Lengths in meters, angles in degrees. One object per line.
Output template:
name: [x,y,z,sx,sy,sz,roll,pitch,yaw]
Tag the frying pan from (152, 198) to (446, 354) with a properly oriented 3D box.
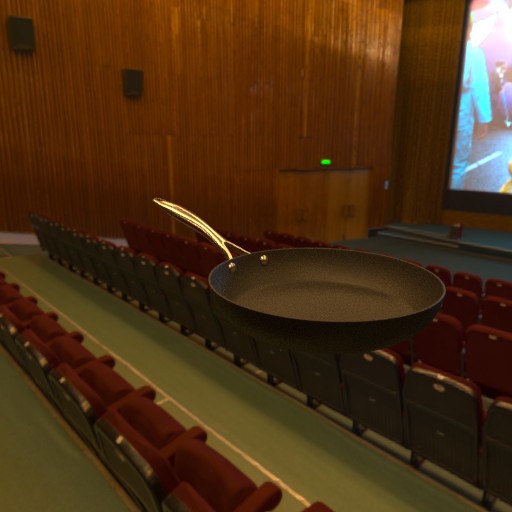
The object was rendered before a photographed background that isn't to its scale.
frying pan: [0.000,0.000,0.573,0.255,0.105,0.472,-14,21,-42]
